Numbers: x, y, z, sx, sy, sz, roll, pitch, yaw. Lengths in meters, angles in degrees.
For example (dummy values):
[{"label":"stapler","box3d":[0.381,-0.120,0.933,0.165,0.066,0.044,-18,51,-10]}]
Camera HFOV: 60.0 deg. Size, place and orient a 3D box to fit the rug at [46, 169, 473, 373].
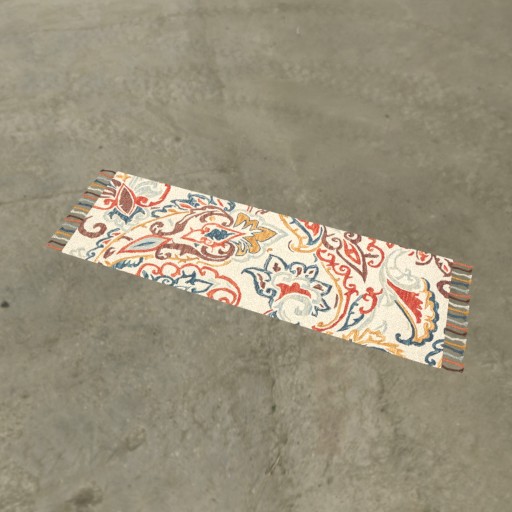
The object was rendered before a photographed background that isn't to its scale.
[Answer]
[{"label":"rug","box3d":[0.000,0.000,2.889,2.682,0.015,0.763,16,58,10]}]
